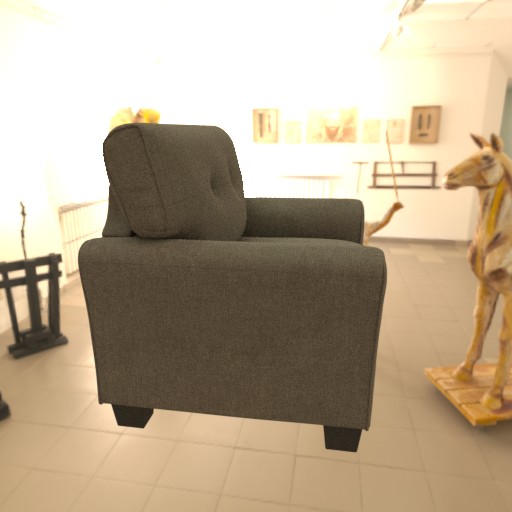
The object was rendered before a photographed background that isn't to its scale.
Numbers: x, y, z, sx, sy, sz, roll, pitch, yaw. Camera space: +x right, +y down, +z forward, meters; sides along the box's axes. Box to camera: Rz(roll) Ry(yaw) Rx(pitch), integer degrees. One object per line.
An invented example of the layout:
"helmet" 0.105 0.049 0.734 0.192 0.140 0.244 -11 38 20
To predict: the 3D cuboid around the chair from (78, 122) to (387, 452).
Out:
"chair" 0.000 0.000 1.559 0.816 0.890 0.941 3 16 9
